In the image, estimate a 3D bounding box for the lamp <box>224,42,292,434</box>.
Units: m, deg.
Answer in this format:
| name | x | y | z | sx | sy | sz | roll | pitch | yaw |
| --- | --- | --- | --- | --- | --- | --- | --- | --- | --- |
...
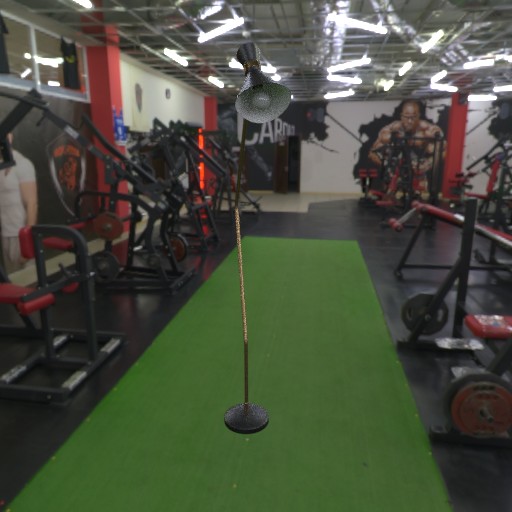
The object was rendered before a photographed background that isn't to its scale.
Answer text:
| name | x | y | z | sx | sy | sz | roll | pitch | yaw |
| --- | --- | --- | --- | --- | --- | --- | --- | --- | --- |
| lamp | 0.000 | 0.000 | 1.646 | 0.277 | 1.438 | 0.467 | 3 | 14 | 10 |
